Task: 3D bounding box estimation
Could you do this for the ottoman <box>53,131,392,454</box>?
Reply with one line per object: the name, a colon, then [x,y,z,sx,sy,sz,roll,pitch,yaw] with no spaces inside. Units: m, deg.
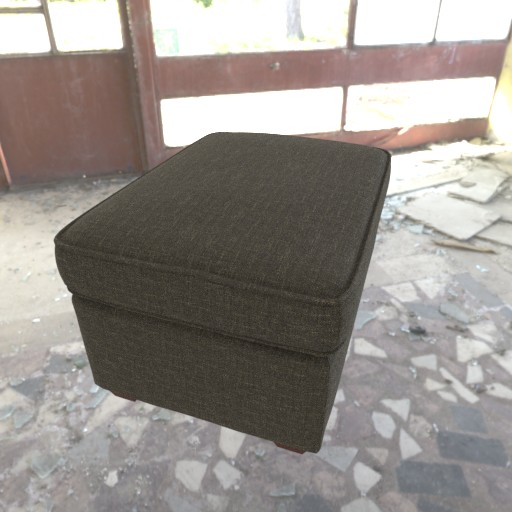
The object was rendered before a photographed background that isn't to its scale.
ottoman: [0.000,0.000,1.085,0.549,0.450,0.749,11,33,16]
